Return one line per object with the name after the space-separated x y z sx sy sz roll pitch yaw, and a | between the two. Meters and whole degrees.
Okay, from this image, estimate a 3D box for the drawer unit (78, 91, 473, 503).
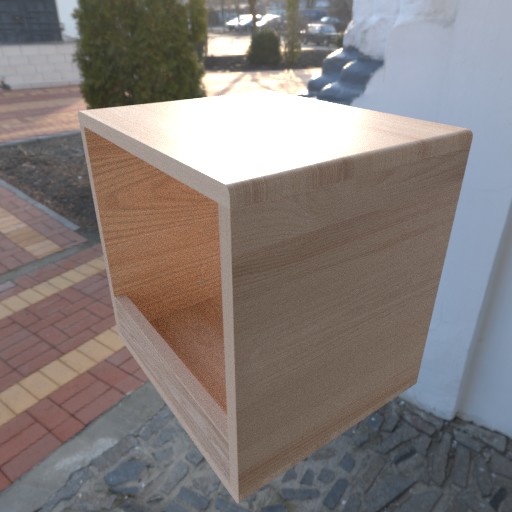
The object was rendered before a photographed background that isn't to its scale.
0.000 0.000 0.572 0.290 0.344 0.344 -19 33 -31 | drawer unit
